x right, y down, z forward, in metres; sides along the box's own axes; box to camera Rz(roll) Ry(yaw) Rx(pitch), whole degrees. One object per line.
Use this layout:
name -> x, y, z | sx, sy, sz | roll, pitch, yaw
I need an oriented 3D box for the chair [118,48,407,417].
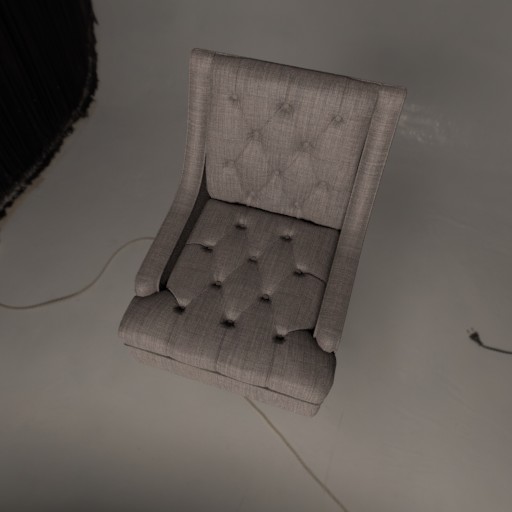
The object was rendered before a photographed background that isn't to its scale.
chair -> 0.000, 0.000, 1.424 | 0.655, 0.891, 0.771 | 15, 58, 10
